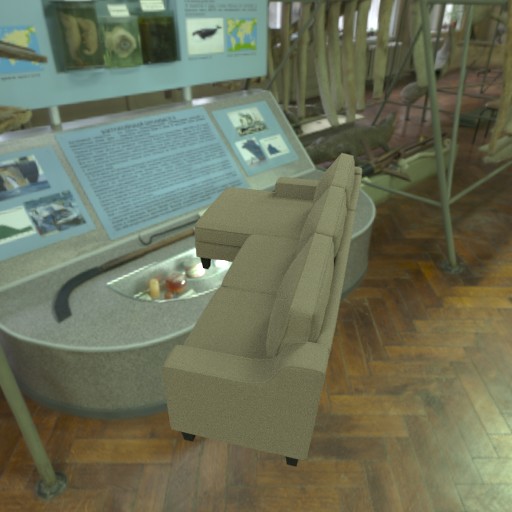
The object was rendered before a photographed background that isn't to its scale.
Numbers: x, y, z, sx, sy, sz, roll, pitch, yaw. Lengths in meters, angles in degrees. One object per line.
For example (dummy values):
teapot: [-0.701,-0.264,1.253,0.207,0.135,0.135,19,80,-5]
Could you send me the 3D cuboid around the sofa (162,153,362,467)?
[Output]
sofa: [0.000,0.000,3.171,1.294,0.928,2.561,8,32,13]
